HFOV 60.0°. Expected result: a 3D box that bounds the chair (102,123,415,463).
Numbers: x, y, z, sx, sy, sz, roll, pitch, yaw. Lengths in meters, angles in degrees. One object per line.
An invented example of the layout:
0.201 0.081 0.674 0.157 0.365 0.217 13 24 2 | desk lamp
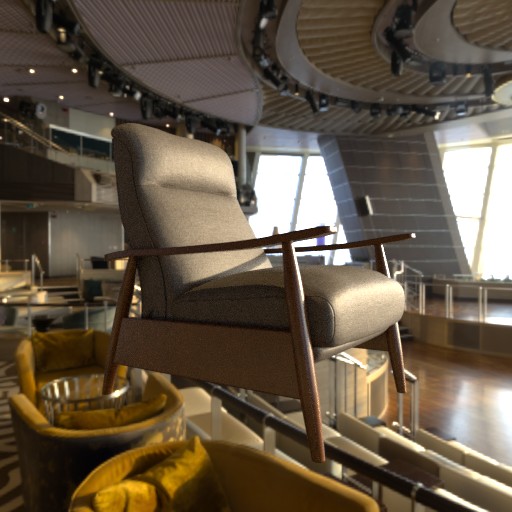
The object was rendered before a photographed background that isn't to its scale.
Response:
0.000 0.000 1.741 1.014 1.081 0.762 1 1 36 | chair
